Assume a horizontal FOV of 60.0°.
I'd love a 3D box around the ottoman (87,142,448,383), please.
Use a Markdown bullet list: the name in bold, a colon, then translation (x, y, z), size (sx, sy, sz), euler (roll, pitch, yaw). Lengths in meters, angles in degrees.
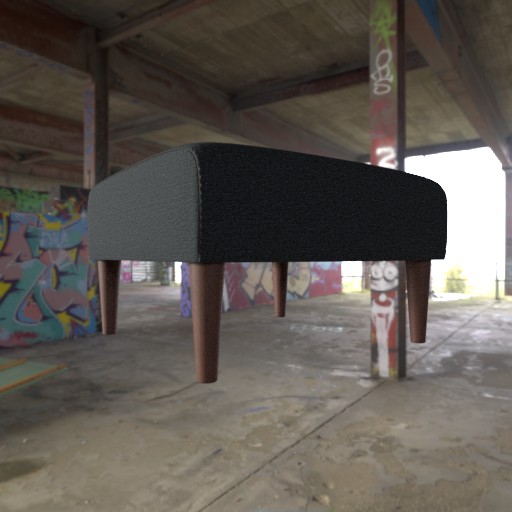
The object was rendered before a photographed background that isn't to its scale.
- **ottoman**: translation (0.000, 0.000, 1.078), size (0.650, 0.398, 0.649), euler (0, 0, -35)
